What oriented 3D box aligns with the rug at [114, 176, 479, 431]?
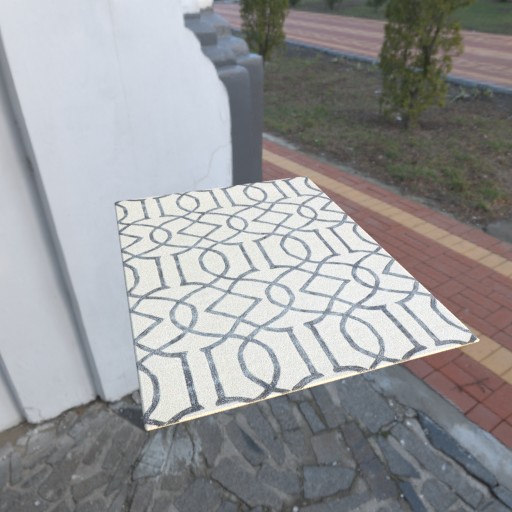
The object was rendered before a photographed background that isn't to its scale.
[{"bbox_3d":[0.000,0.000,3.834,2.211,0.021,2.910,-10,35,-15],"label":"rug"}]
